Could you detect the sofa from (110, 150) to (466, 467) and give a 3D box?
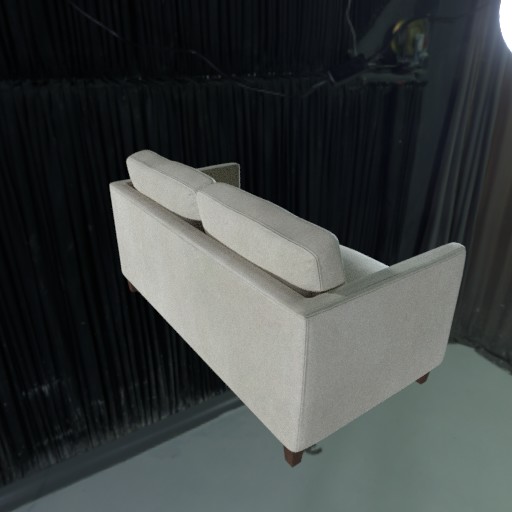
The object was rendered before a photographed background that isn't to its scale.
[{"bbox_3d":[0.000,0.000,2.394,0.950,0.940,1.846,-17,30,-32],"label":"sofa"}]
